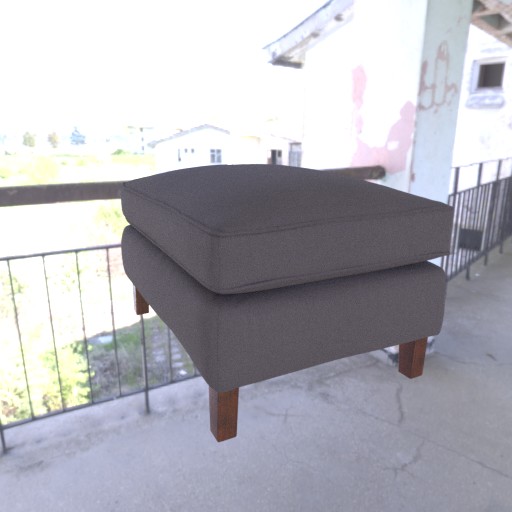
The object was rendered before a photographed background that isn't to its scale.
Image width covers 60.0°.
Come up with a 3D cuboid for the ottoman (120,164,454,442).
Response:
[{"bbox_3d":[0.000,0.000,1.007,0.508,0.406,0.686,-8,17,-26],"label":"ottoman"}]
